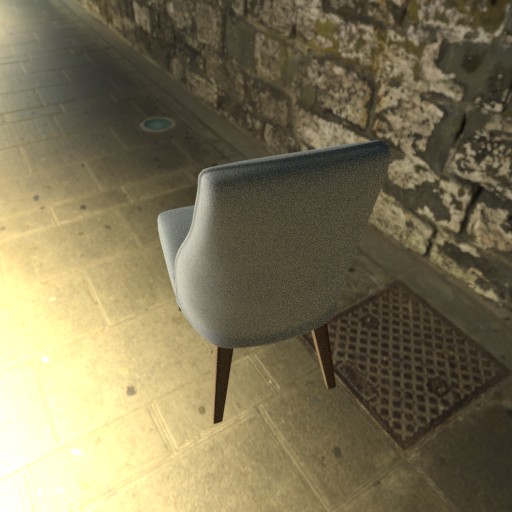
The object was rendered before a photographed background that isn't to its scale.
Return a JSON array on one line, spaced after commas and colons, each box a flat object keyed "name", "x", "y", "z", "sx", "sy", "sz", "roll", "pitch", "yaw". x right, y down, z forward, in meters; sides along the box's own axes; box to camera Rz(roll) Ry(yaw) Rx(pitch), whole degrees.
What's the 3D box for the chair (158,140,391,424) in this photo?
[{"name": "chair", "x": 0.000, "y": 0.000, "z": 1.296, "sx": 0.500, "sy": 0.930, "sz": 0.620, "roll": -12, "pitch": 43, "yaw": -14}]
